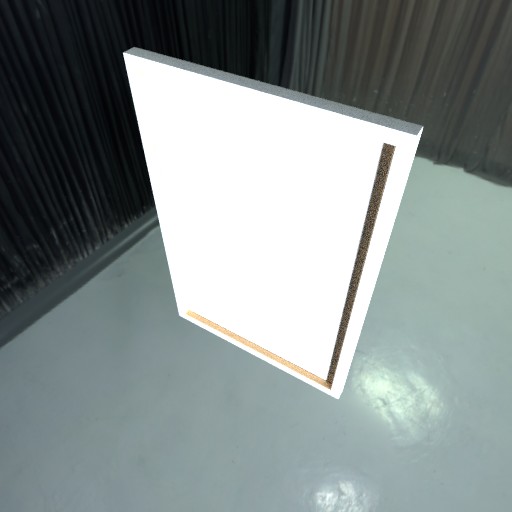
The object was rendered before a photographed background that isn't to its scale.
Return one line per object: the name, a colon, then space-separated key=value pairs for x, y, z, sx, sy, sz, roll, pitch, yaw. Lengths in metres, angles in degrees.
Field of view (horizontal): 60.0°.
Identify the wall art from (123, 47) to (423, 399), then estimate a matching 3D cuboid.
wall art: x=0.000 y=0.000 z=1.140 sx=0.607 sy=0.912 sz=0.038 roll=24 pitch=51 yaw=21
